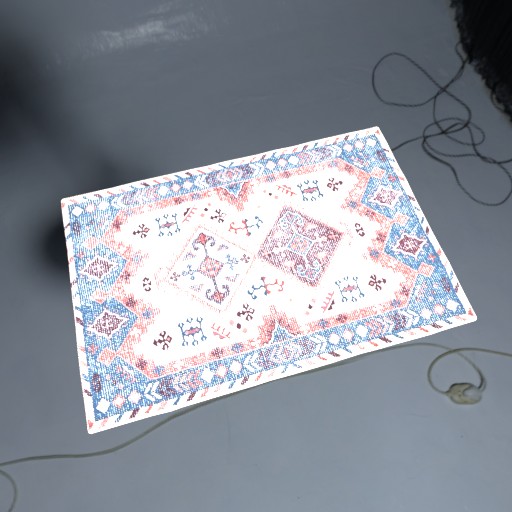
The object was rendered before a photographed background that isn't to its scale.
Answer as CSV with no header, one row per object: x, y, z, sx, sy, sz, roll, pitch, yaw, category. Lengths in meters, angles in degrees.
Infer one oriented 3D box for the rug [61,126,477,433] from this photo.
0.000,0.000,2.237,1.840,0.015,1.225,-15,66,-7,rug
